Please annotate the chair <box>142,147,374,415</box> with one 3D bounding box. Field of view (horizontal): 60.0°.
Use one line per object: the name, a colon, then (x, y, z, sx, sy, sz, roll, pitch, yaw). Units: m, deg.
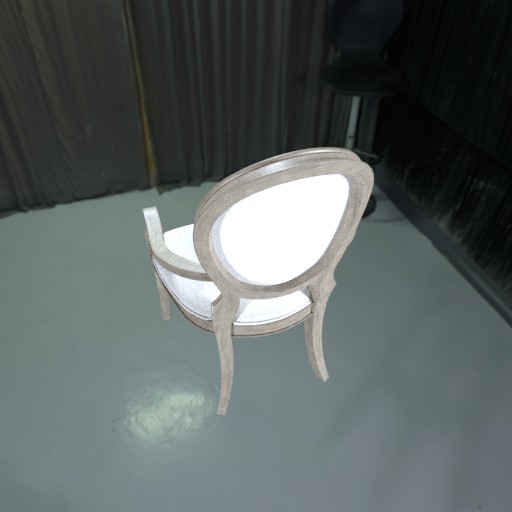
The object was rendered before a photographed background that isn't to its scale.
chair: (0.000, 0.000, 1.372, 0.611, 0.991, 0.602, -13, 43, -15)
